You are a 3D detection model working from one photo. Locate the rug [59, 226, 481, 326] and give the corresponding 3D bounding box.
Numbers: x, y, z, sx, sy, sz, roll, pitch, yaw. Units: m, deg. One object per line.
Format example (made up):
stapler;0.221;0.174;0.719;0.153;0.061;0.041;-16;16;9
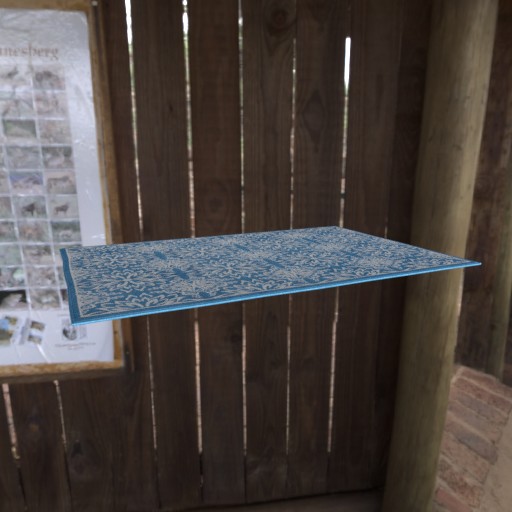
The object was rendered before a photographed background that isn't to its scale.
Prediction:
rug;0.000;0.000;3.461;2.769;0.018;1.830;-6;15;-24
